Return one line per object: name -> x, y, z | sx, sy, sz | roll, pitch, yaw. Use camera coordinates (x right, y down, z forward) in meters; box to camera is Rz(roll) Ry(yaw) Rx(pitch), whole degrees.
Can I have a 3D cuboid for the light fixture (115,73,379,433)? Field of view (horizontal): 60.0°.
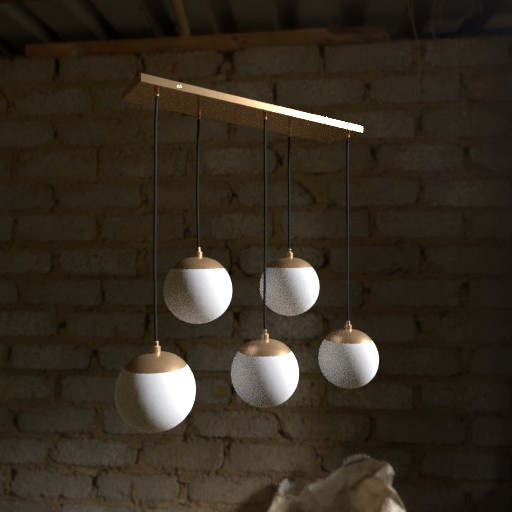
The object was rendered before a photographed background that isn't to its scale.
light fixture -> 0.000, 0.000, 1.333 | 0.863, 0.869, 0.299 | 0, -1, -34
